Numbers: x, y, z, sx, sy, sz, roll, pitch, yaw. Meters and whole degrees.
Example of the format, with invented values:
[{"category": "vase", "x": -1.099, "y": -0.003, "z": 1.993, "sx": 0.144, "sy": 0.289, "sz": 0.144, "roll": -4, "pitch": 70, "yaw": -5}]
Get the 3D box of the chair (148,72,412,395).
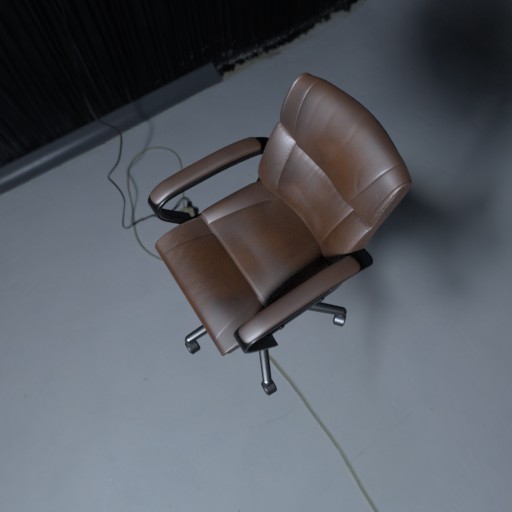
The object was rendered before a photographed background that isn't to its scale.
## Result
[{"category": "chair", "x": 0.000, "y": 0.000, "z": 1.518, "sx": 0.717, "sy": 1.004, "sz": 0.739, "roll": -30, "pitch": 69, "yaw": -13}]
